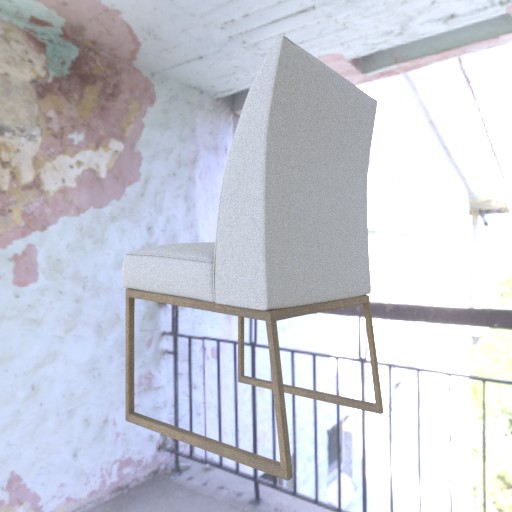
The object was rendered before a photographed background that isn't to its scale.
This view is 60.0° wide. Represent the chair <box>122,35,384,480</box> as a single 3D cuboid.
[{"bbox_3d":[0.000,0.000,1.195,0.522,0.863,0.508,0,0,38],"label":"chair"}]
